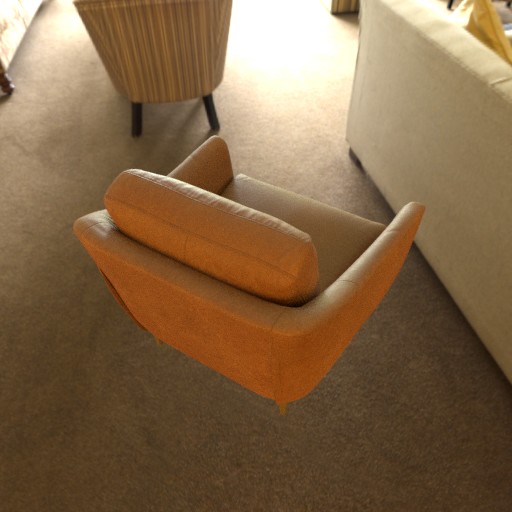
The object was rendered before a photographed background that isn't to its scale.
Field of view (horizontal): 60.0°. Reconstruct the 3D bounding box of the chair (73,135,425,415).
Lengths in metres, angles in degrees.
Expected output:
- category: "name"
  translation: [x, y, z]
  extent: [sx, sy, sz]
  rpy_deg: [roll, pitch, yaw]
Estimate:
- category: "chair"
  translation: [0.000, 0.000, 1.703]
  extent: [0.988, 0.895, 0.963]
  rpy_deg: [23, 51, 21]
